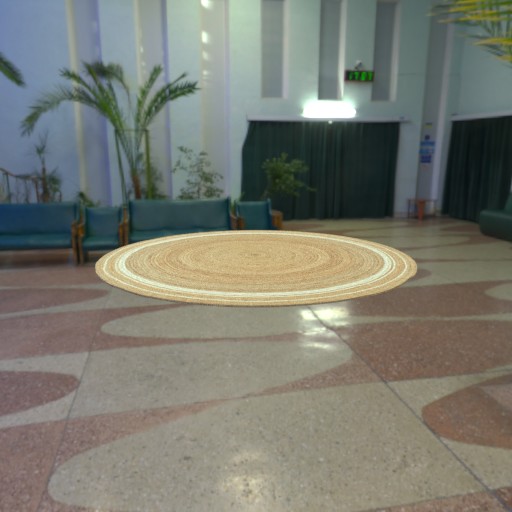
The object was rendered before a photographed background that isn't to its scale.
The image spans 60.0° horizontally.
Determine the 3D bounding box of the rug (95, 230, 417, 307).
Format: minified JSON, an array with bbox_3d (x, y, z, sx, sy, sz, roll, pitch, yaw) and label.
[{"bbox_3d":[0.000,0.000,3.569,2.444,0.015,2.444,0,13,0],"label":"rug"}]
